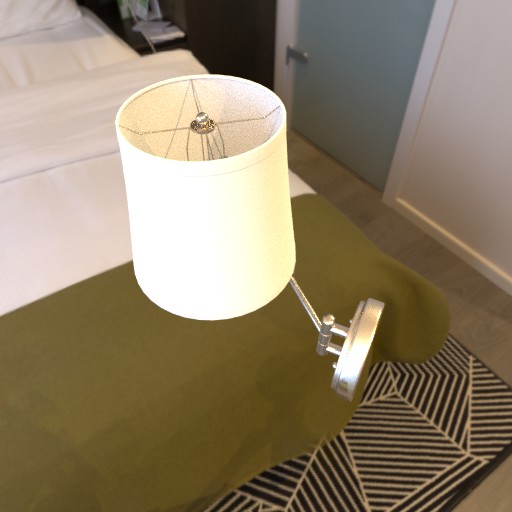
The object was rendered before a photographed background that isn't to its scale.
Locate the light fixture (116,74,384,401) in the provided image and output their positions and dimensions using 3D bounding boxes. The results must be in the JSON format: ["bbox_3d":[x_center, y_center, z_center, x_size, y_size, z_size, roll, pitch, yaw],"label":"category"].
[{"bbox_3d":[0.000,0.000,0.583,0.348,0.381,0.223,19,50,17],"label":"light fixture"}]
